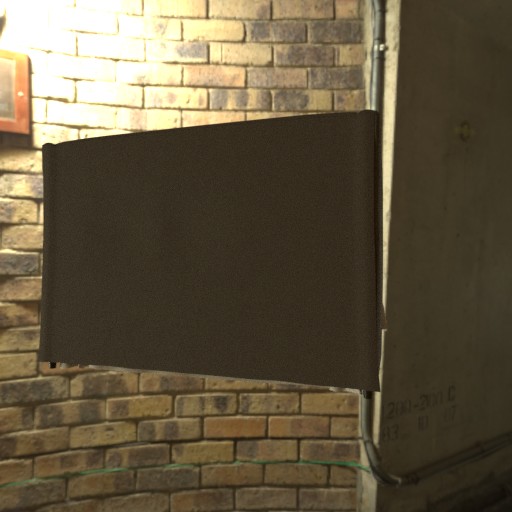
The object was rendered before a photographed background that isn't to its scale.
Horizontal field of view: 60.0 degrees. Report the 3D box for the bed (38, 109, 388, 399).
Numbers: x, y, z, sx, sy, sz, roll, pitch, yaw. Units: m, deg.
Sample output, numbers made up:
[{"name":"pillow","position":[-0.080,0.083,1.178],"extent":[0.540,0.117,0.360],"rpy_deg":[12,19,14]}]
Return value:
[{"name":"bed","position":[0.000,0.000,3.343],"extent":[1.925,1.332,2.276],"rpy_deg":[0,-1,18]}]
